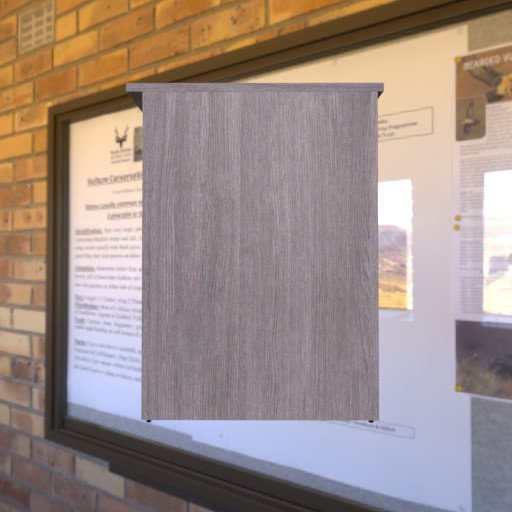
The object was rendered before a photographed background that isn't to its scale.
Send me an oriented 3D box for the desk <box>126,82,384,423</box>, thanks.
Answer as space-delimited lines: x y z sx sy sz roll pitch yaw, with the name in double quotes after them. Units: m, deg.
0.000 0.000 1.505 0.560 0.735 1.097 0 -1 0 "desk"
